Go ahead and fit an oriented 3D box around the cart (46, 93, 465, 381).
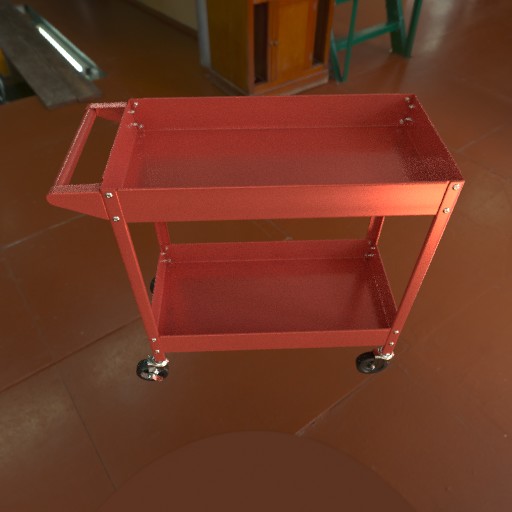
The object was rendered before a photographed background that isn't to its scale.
[{"bbox_3d":[0.000,0.000,1.174,0.779,0.719,0.366,-2,47,-1],"label":"cart"}]
